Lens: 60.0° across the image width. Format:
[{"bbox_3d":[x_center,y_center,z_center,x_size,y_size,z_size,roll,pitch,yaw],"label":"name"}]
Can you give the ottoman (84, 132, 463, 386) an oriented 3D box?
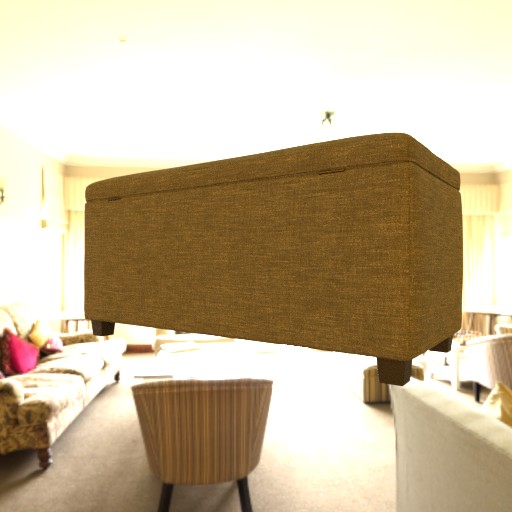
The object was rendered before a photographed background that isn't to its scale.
[{"bbox_3d":[0.000,0.000,1.113,0.902,0.432,0.419,0,-1,36],"label":"ottoman"}]
